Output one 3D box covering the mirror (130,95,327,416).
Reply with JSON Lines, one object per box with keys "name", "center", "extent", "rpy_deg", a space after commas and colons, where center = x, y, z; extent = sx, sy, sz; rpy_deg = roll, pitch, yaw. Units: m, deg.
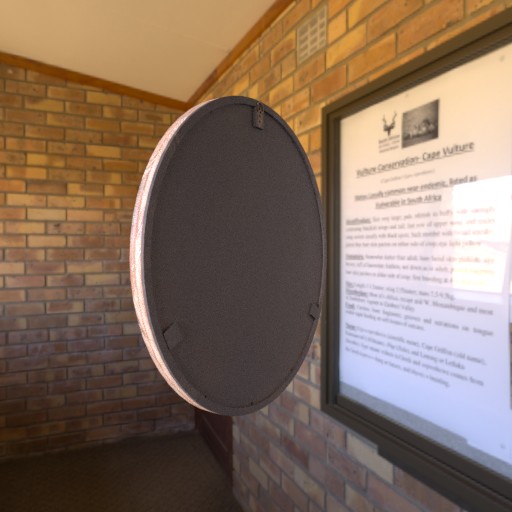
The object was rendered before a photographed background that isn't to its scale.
{"name": "mirror", "center": [0.000, 0.000, 1.034], "extent": [0.038, 0.710, 0.710], "rpy_deg": [0, 1, 34]}
